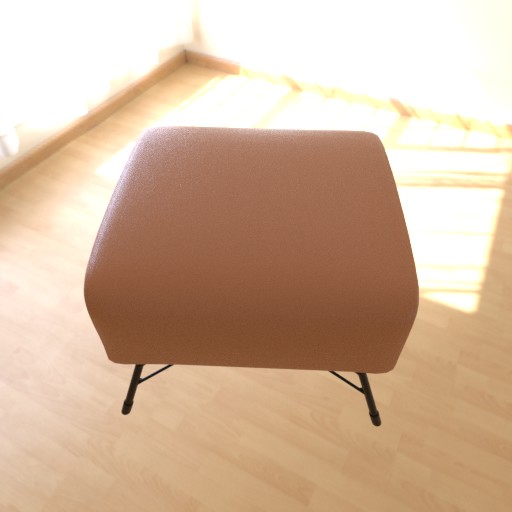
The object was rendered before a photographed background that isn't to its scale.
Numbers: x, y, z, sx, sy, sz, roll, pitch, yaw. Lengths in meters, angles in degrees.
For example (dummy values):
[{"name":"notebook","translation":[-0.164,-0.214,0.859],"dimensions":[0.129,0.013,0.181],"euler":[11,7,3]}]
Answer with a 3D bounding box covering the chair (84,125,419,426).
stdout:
[{"name":"chair","translation":[0.000,0.000,0.928],"dimensions":[0.530,0.410,0.530],"euler":[2,47,2]}]
